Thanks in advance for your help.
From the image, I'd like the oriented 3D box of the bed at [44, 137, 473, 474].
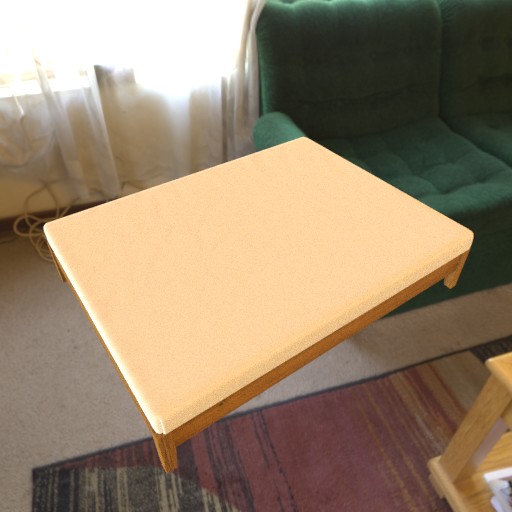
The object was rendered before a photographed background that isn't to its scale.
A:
[{"bbox_3d":[0.000,0.000,2.692,2.016,0.431,1.536,-25,47,-26],"label":"bed"}]
